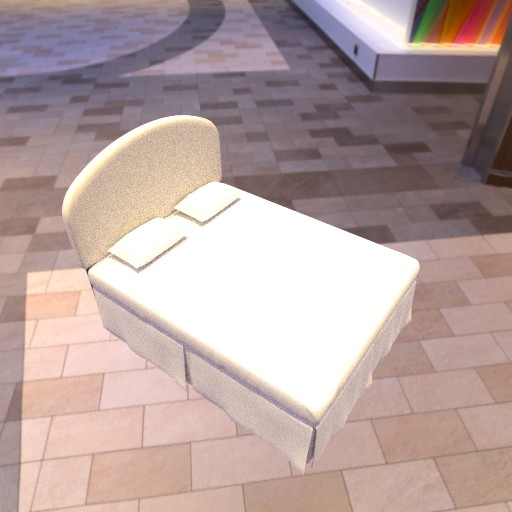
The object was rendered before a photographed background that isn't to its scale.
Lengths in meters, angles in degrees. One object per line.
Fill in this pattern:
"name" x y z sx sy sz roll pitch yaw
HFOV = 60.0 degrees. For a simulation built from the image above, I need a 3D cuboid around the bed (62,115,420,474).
"bed" 0.000 0.000 3.112 2.005 1.410 1.607 25 46 27
